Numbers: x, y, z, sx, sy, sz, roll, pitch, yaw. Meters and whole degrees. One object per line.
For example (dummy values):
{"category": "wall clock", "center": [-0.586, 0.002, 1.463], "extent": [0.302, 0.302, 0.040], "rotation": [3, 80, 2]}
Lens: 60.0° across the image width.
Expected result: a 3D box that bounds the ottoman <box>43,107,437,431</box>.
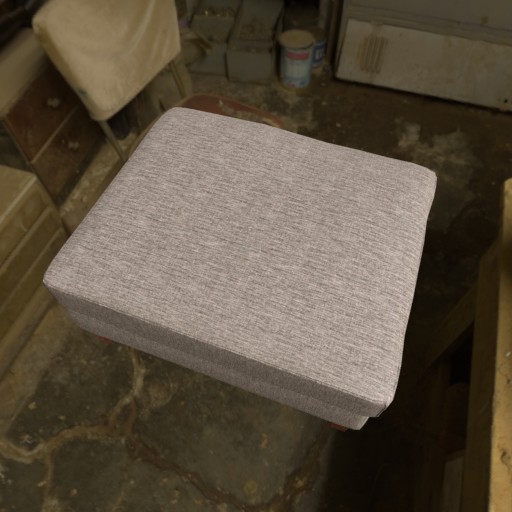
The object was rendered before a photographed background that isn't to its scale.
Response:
{"category": "ottoman", "center": [0.000, 0.000, 1.499], "extent": [0.994, 0.492, 0.839], "rotation": [17, 58, 11]}
